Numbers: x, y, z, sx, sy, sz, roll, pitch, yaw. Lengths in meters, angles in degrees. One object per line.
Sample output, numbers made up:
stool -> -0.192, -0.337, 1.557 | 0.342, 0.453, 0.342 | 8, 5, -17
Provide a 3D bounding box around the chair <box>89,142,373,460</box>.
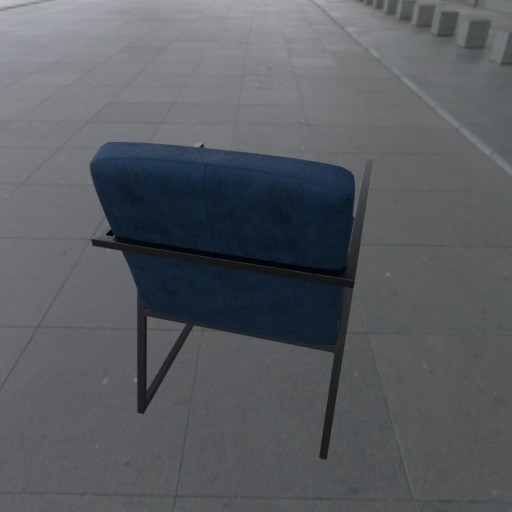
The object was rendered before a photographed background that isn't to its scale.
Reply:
chair -> 0.000, 0.000, 1.279 | 0.571, 0.833, 0.677 | 9, 35, 13
